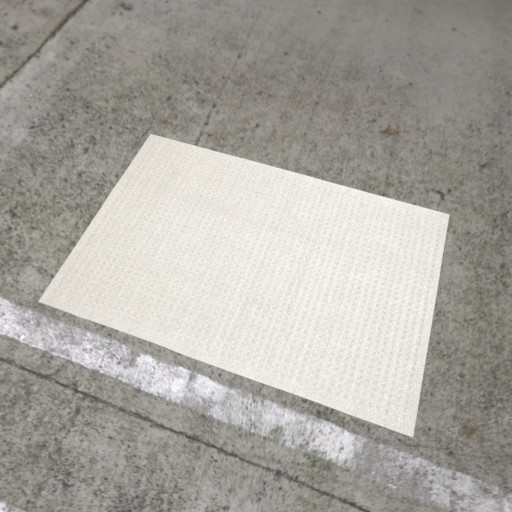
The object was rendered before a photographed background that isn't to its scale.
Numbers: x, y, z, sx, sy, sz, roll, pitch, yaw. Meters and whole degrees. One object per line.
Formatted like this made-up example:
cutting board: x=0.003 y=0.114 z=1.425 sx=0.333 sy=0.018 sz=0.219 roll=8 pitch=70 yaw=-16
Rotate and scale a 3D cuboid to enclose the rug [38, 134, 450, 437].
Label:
rug: x=0.000 y=0.000 z=2.878 sx=2.289 sy=0.006 sz=1.523 roll=17 pitch=61 yaw=10
